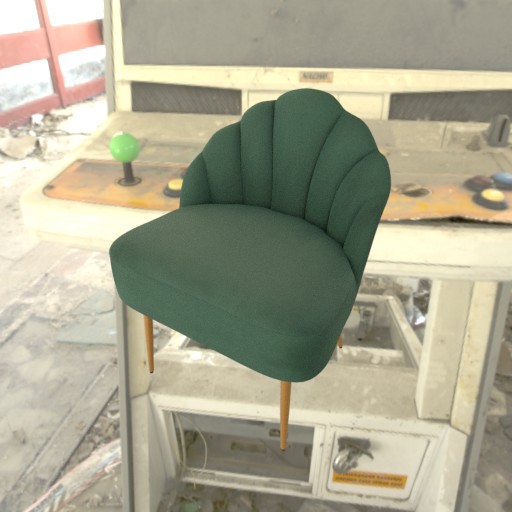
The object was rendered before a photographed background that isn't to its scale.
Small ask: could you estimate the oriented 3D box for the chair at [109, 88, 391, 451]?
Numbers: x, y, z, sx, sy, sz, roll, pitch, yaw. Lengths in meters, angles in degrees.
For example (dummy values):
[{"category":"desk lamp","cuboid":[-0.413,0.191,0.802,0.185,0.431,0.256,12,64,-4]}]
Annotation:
[{"category":"chair","cuboid":[0.000,0.000,1.268,0.657,0.819,0.599,20,37,28]}]
